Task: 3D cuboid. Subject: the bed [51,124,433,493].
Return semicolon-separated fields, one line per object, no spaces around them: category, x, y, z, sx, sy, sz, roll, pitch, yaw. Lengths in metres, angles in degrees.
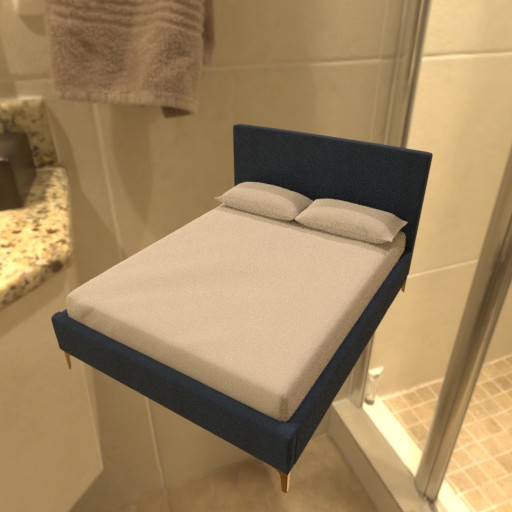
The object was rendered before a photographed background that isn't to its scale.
bed;0.000;0.000;3.110;1.723;1.231;2.172;17;34;27
